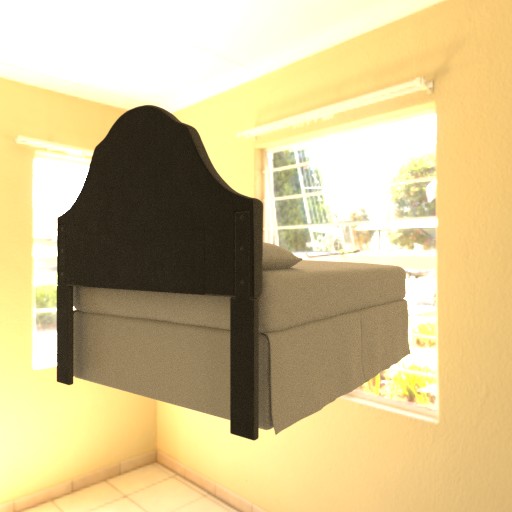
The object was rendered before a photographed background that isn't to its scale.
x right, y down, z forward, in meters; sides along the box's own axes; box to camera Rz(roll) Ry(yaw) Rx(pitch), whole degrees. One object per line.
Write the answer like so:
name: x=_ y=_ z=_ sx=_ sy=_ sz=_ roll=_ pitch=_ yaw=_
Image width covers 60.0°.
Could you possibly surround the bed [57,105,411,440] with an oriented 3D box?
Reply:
bed: x=0.000 y=0.000 z=3.199 sx=1.636 sy=1.575 sz=2.155 roll=0 pitch=0 yaw=36
